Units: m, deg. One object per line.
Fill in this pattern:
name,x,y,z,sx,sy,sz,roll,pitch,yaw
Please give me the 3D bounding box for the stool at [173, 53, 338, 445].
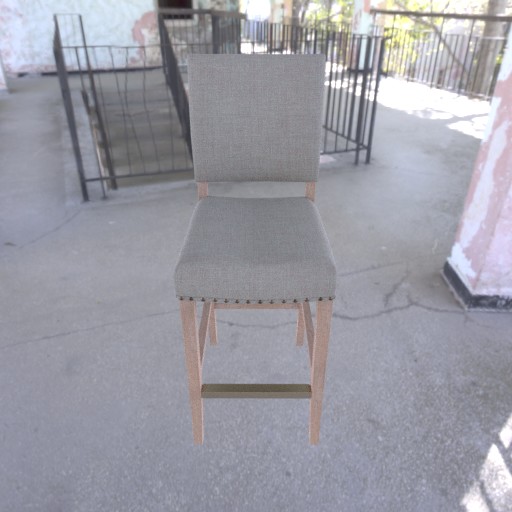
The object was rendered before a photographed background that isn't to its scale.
stool,0.000,0.000,1.466,0.445,1.173,0.585,0,30,0
